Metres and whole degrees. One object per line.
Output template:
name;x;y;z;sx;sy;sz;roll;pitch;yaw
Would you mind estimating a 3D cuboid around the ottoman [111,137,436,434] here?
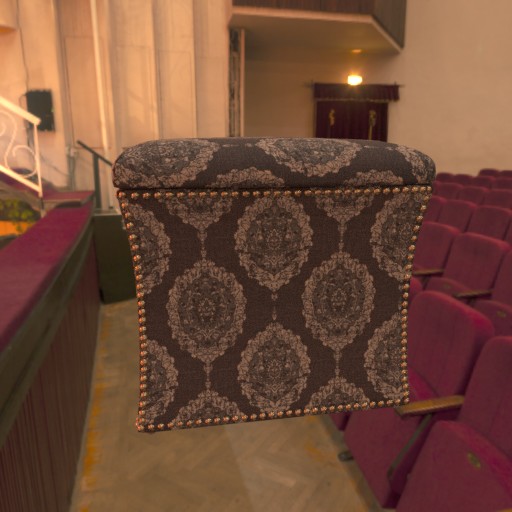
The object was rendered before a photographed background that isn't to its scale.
ottoman;0.000;0.000;0.918;0.507;0.475;0.497;-2;14;-10
